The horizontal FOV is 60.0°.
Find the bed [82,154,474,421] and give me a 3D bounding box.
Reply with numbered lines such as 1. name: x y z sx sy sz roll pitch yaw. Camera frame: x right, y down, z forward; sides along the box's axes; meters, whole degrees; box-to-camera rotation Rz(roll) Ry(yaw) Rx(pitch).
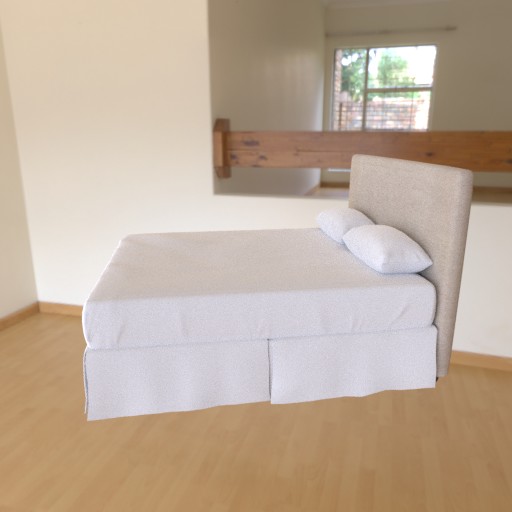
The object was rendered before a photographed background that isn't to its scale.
1. bed: 0.000 0.000 3.151 2.162 1.330 1.713 -2 16 -8
